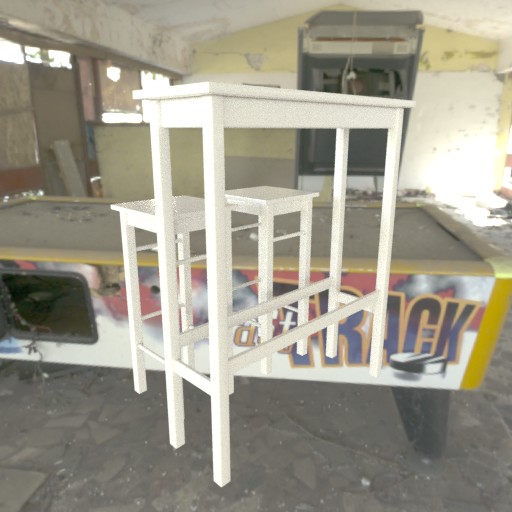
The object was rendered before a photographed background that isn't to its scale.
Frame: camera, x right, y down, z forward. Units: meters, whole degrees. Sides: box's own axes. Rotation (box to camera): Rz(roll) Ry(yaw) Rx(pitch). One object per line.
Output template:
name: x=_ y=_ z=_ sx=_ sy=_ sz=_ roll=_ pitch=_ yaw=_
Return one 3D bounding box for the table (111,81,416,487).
table: x=0.000 y=0.000 z=1.593 sx=0.915 sy=1.065 sz=0.650 roll=-15 pitch=22 yaw=-42
